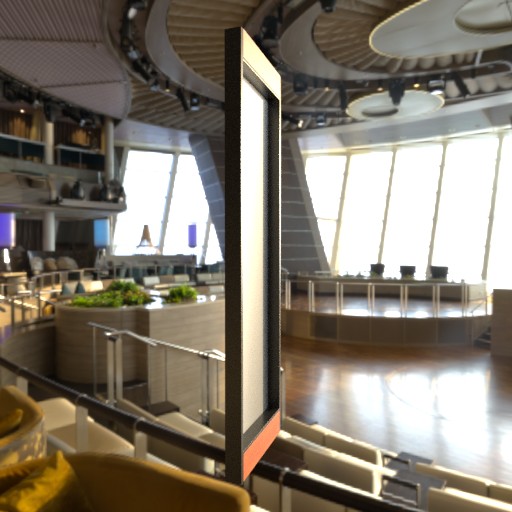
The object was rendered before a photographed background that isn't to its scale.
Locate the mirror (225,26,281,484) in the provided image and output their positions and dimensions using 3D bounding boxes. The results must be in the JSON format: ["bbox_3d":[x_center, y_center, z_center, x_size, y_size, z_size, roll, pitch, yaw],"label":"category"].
[{"bbox_3d":[0.000,0.000,1.254,0.047,1.123,0.343,0,1,20],"label":"mirror"}]
